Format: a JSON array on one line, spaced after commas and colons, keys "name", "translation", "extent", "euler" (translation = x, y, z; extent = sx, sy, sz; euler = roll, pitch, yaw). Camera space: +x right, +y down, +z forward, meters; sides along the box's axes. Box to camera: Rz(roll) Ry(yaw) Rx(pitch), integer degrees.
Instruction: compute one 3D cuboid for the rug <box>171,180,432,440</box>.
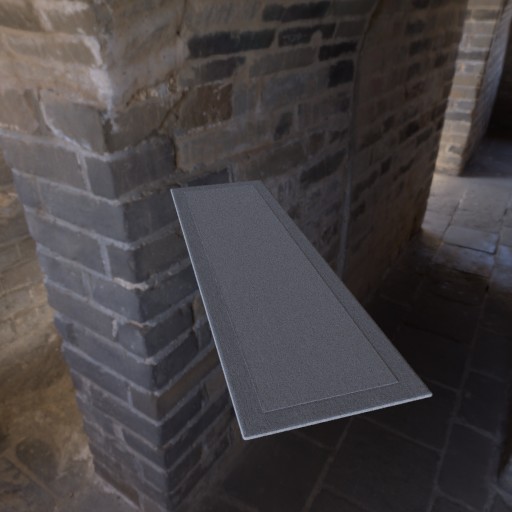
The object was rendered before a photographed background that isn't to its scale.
[{"name": "rug", "translation": [0.000, 0.000, 2.643], "extent": [0.759, 0.012, 2.430], "euler": [-8, 31, -13]}]
